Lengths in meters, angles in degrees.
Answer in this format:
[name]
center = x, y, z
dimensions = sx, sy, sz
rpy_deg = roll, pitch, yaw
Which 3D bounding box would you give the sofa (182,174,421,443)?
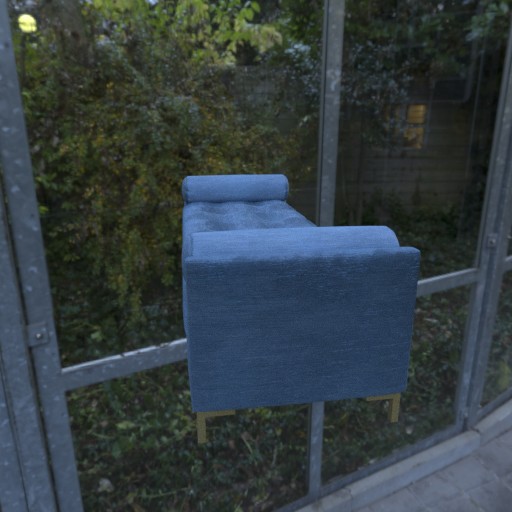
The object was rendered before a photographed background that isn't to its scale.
[sofa]
center = 0.000, 0.000, 2.454
dimensions = 0.796, 0.705, 2.102
rpy_deg = -3, 17, -9
